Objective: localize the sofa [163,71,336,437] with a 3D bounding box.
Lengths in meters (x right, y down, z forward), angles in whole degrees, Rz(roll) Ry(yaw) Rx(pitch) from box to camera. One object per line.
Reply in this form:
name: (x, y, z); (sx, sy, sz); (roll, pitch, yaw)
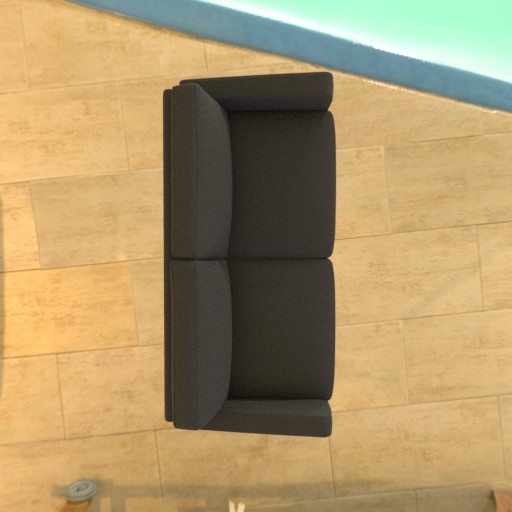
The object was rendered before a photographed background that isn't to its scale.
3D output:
sofa: (0.000, 0.000, 2.423); (0.898, 0.839, 1.852); (0, 91, 0)
